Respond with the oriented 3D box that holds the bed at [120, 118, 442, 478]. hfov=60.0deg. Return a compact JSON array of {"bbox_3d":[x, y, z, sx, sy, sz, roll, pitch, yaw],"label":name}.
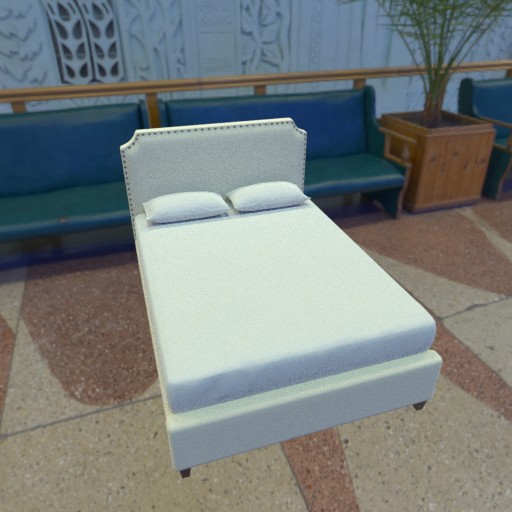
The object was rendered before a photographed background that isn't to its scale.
[{"bbox_3d":[0.000,0.000,3.335,1.703,1.415,2.329,-9,32,-15],"label":"bed"}]
